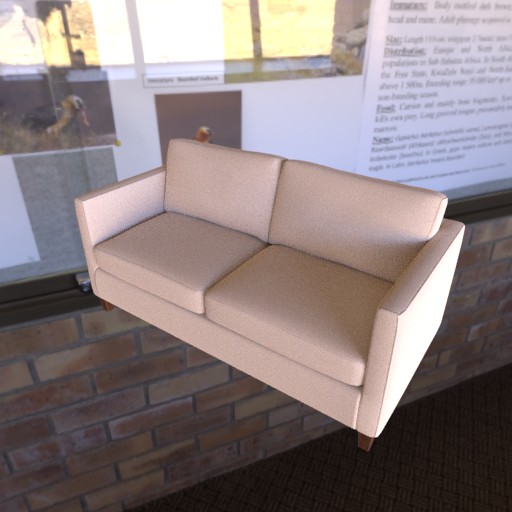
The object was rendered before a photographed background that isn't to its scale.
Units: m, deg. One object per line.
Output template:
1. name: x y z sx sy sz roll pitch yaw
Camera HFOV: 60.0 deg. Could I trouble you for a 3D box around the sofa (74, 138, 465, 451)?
1. sofa: 0.000 0.000 2.230 1.722 0.888 0.873 19 35 30
